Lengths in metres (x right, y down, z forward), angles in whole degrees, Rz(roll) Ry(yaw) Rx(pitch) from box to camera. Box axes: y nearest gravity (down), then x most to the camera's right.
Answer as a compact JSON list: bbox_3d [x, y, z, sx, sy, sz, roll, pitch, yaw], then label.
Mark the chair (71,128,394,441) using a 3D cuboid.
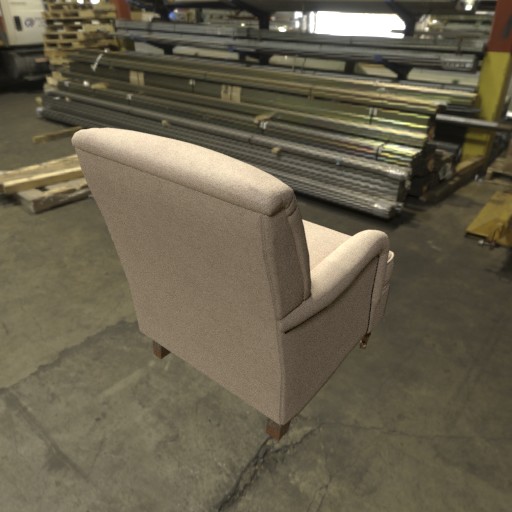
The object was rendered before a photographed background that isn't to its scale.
[{"bbox_3d":[0.000,0.000,1.826,0.879,1.119,0.953,23,38,33],"label":"chair"}]
